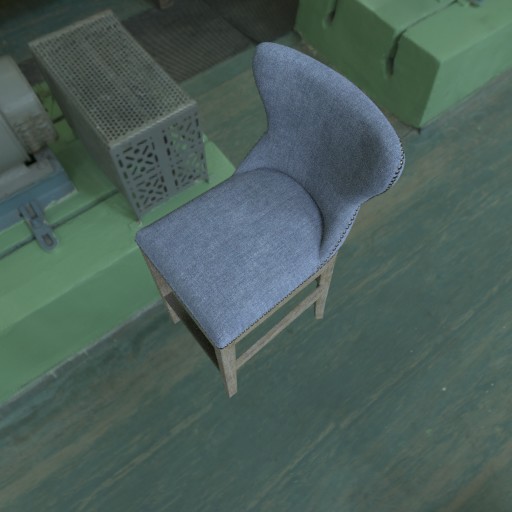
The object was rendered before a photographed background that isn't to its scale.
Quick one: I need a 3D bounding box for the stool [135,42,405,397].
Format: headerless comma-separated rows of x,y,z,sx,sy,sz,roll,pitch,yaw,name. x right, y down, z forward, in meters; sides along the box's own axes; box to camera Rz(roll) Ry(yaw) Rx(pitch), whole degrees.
0.000,0.000,1.445,0.606,1.123,0.494,-35,68,-16,stool
